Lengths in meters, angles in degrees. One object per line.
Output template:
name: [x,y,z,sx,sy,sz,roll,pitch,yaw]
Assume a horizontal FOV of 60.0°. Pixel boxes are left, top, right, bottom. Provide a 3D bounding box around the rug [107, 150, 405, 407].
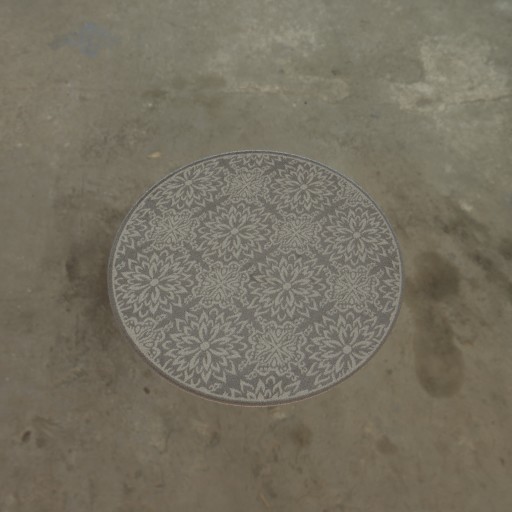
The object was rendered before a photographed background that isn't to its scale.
rug: [0.000,0.000,2.408,1.593,0.012,1.593,0,58,0]
